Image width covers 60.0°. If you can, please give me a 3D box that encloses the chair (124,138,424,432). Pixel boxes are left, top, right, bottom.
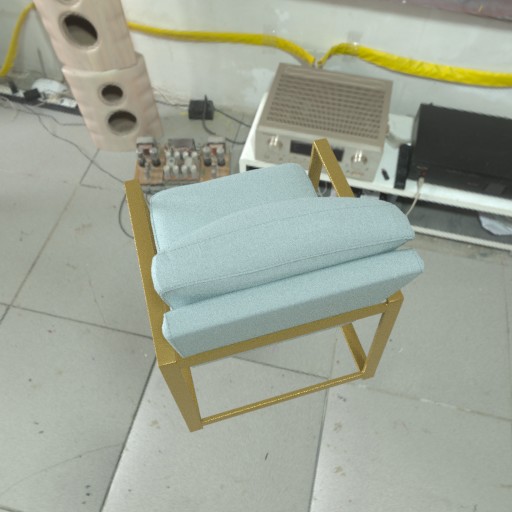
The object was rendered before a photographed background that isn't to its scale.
[{"bbox_3d":[0.000,0.000,1.526,0.758,0.956,0.813,-14,60,-8],"label":"chair"}]
